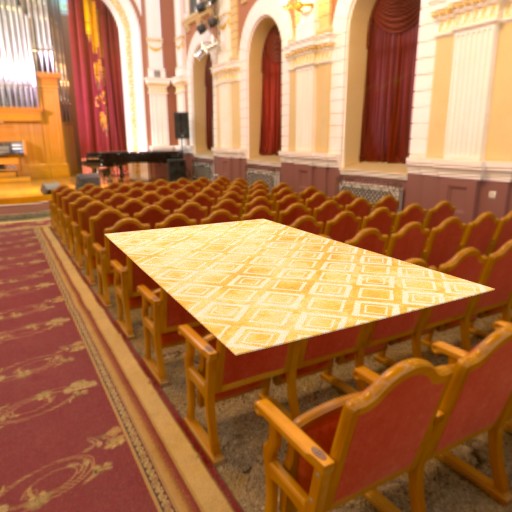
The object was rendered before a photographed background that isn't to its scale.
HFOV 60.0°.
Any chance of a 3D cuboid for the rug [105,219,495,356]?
[{"bbox_3d":[0.000,0.000,2.977,1.511,0.010,2.424,-8,17,-28],"label":"rug"}]
